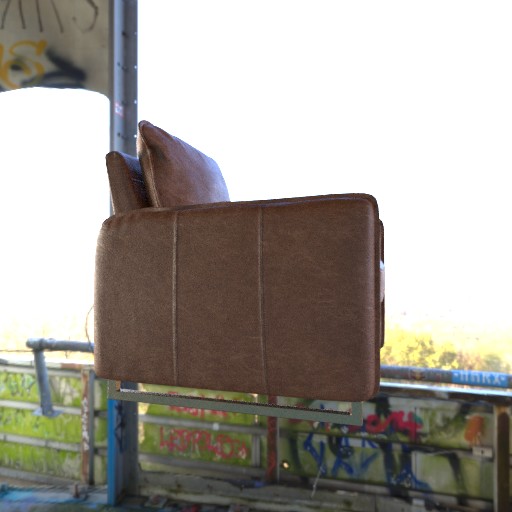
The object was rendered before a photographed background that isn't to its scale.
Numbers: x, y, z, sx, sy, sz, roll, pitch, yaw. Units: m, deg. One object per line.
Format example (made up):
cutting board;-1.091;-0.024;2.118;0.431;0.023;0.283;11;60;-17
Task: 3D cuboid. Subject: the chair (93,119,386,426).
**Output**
chair;0.000;0.000;1.650;0.922;0.922;0.830;0;0;17
